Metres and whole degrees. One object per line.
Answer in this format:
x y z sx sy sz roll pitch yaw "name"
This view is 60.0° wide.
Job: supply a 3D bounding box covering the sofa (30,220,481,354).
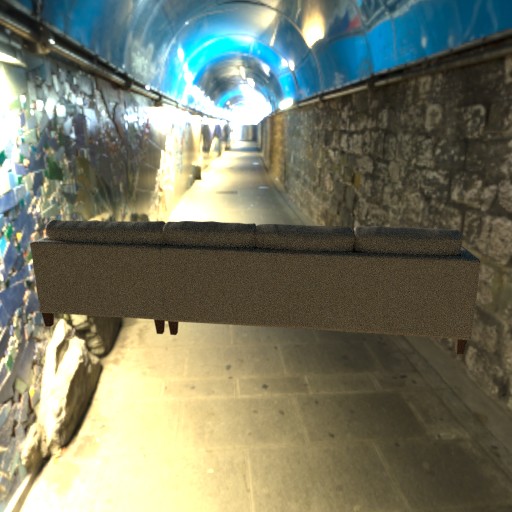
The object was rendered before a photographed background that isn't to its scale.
0.000 0.000 3.901 3.186 0.846 1.625 2 16 8 "sofa"
